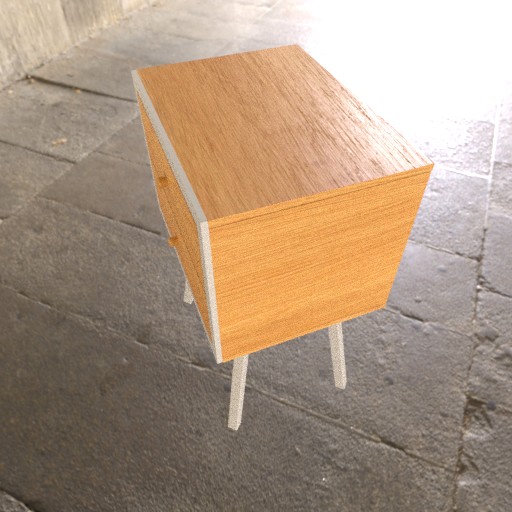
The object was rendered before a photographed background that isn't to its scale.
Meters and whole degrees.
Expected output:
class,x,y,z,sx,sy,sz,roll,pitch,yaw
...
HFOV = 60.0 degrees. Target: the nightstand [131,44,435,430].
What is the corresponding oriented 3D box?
class,x,y,z,sx,sy,sz,roll,pitch,yaw
nightstand,0.000,0.000,0.852,0.316,0.601,0.400,-16,48,-15
